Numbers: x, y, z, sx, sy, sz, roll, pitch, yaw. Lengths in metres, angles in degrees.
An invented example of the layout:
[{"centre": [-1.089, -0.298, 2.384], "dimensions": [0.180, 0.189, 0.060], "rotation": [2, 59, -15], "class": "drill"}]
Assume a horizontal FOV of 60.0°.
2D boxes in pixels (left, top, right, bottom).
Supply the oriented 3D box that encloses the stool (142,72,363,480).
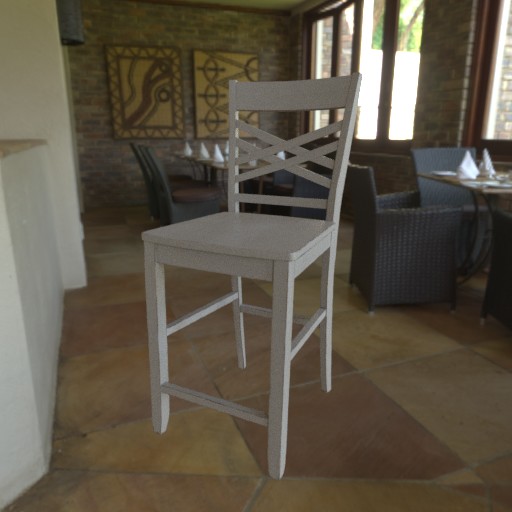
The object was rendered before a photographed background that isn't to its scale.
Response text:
[{"centre": [0.000, 0.000, 1.363], "dimensions": [0.462, 1.079, 0.539], "rotation": [8, 17, 27], "class": "stool"}]
